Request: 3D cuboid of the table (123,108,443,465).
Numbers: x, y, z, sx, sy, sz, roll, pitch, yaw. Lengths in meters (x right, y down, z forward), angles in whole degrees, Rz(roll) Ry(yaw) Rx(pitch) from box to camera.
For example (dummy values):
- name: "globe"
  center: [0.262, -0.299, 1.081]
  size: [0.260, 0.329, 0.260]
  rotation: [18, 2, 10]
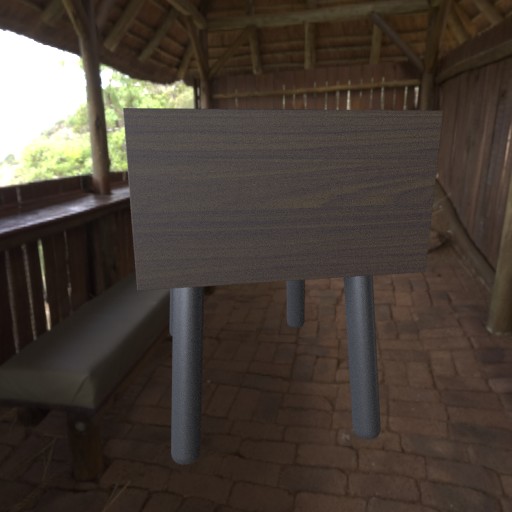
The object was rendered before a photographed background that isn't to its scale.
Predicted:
- name: "table"
  center: [0.000, 0.000, 0.774]
  size: [0.370, 0.470, 0.450]
  rotation: [-3, 16, -10]
